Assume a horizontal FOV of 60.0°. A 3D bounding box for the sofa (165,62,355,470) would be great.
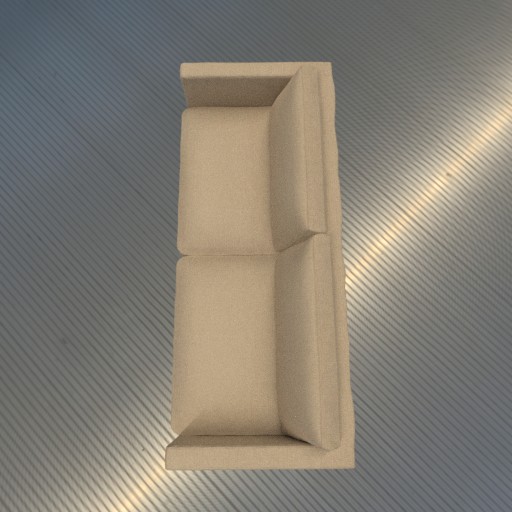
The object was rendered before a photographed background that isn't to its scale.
[{"bbox_3d":[0.000,0.000,2.687,0.962,0.853,2.312,0,76,0],"label":"sofa"}]
